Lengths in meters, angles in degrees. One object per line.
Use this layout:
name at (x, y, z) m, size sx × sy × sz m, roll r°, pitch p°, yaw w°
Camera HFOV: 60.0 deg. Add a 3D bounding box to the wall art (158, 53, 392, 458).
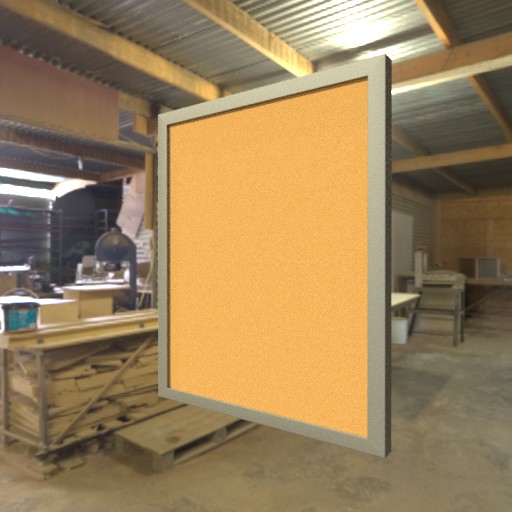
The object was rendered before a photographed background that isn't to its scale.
wall art at (0.000, 0.000, 0.755) m, size 0.458 × 0.558 × 0.029 m, roll 0°, pitch 0°, yaw 36°
